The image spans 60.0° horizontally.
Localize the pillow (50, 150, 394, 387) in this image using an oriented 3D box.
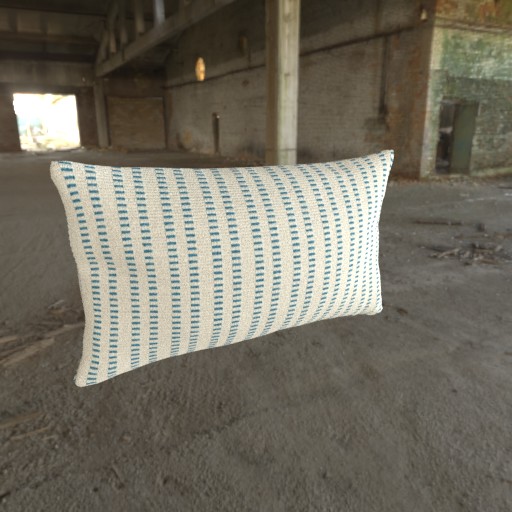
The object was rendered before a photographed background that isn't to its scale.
[{"bbox_3d":[0.000,0.000,0.788,0.640,0.353,0.210,-9,18,-27],"label":"pillow"}]
